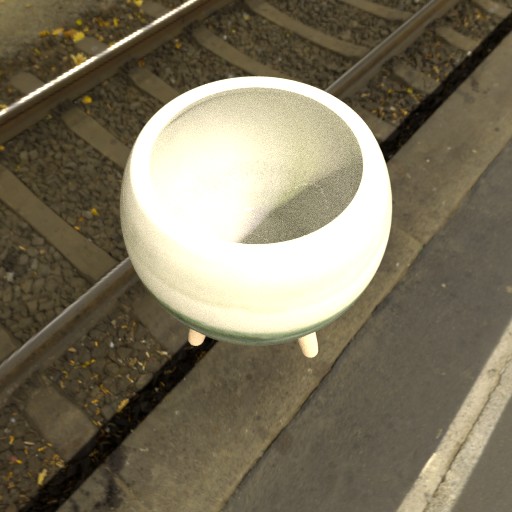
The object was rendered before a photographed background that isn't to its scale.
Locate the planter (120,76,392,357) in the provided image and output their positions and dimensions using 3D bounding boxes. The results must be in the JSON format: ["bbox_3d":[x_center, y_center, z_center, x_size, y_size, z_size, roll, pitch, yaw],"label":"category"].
[{"bbox_3d":[0.000,0.000,0.438,0.222,0.278,0.222,0,58,0],"label":"planter"}]
